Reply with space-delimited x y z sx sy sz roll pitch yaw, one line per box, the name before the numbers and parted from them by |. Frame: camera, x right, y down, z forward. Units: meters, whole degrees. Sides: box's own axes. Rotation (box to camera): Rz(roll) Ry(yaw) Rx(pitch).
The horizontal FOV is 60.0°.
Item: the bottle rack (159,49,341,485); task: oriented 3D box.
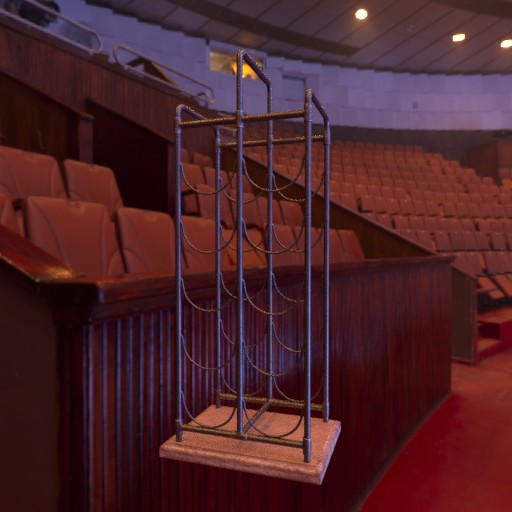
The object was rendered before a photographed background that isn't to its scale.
bottle rack | 0.000 0.000 0.797 0.276 0.680 0.208 0 1 19
